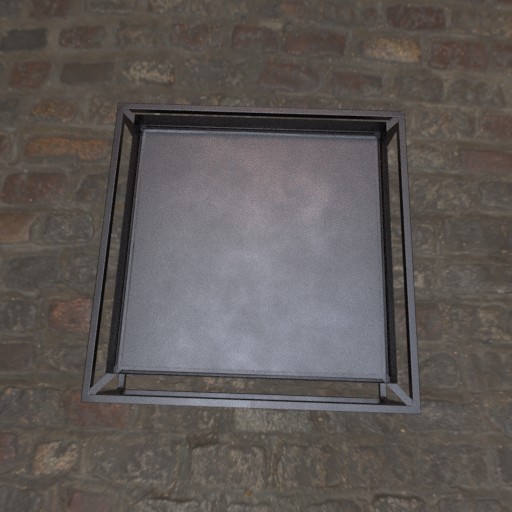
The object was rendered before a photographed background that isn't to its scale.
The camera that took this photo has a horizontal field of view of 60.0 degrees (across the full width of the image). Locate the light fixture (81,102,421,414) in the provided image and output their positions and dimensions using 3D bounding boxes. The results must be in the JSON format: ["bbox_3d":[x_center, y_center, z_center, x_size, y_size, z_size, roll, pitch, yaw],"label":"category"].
[{"bbox_3d":[0.000,0.000,0.691,0.441,0.191,0.441,2,76,0],"label":"light fixture"}]
